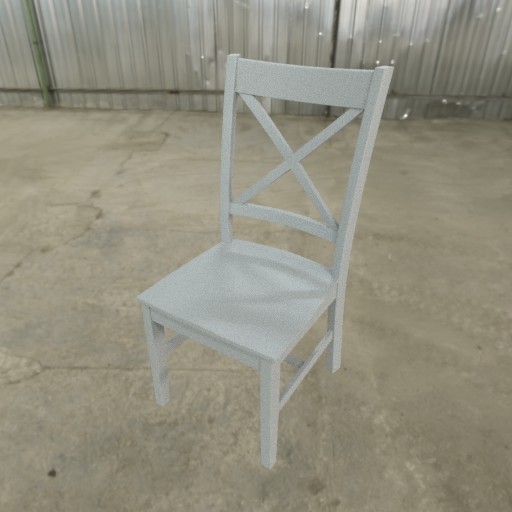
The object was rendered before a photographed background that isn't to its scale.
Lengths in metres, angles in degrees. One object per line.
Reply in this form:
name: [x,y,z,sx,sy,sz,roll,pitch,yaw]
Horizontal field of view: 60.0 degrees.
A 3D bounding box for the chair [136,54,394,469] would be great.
chair: [0.000,0.000,1.268,0.485,0.983,0.542,18,35,28]
